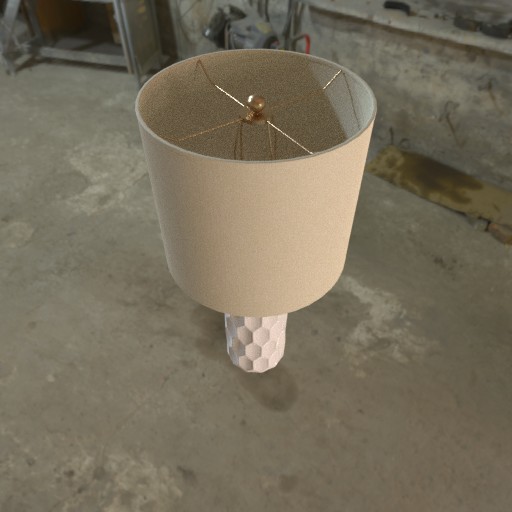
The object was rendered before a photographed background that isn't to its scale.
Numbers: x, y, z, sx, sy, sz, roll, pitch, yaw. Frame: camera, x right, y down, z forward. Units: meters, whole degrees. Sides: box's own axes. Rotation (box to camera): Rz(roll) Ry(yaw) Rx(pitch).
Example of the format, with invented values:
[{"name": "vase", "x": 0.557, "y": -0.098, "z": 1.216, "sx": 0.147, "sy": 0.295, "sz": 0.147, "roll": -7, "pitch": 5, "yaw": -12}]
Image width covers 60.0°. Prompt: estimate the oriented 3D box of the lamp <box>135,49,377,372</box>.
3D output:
[{"name": "lamp", "x": 0.000, "y": 0.000, "z": 0.708, "sx": 0.277, "sy": 0.537, "sz": 0.277, "roll": 3, "pitch": 46, "yaw": 3}]
